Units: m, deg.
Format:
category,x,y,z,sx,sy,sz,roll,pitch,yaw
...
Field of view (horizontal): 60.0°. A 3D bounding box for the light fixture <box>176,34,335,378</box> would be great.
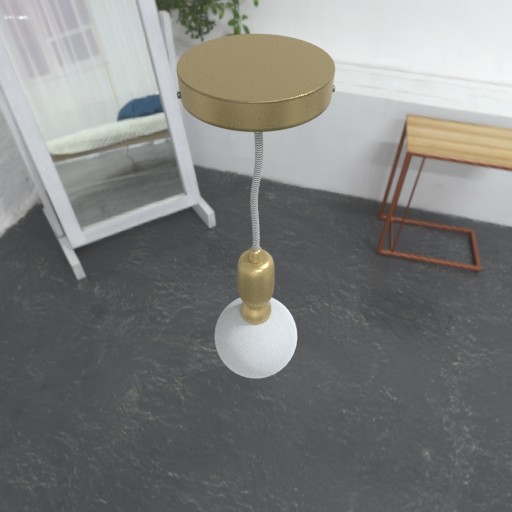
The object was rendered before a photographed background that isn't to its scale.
category,x,y,z,sx,sy,sz,roll,pitch,yaw
light fixture,0.000,0.000,0.588,0.147,0.510,0.146,-3,47,-3
